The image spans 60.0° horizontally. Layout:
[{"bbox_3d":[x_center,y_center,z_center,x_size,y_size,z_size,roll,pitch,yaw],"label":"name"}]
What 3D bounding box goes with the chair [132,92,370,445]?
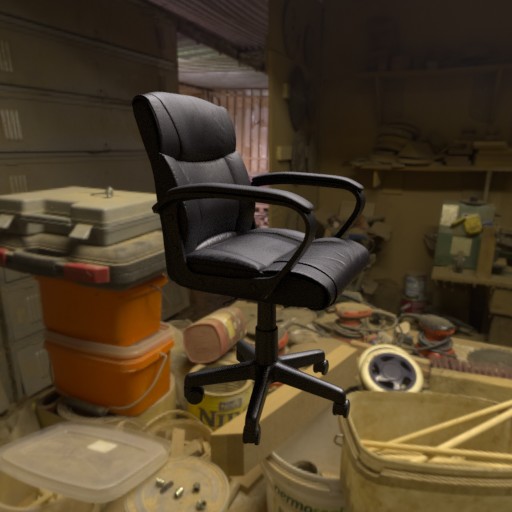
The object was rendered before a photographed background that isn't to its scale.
[{"bbox_3d":[0.000,0.000,1.411,0.641,0.998,0.576,7,16,25],"label":"chair"}]
